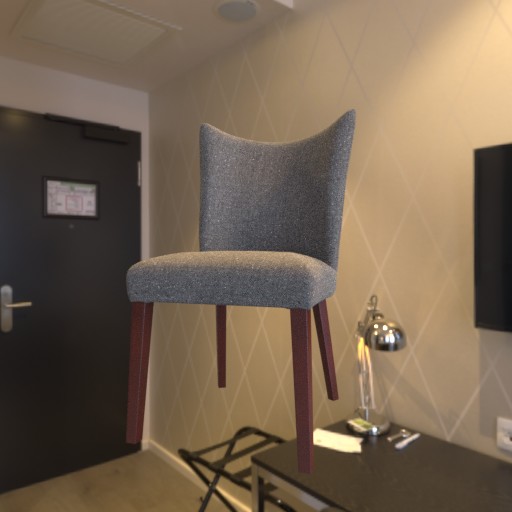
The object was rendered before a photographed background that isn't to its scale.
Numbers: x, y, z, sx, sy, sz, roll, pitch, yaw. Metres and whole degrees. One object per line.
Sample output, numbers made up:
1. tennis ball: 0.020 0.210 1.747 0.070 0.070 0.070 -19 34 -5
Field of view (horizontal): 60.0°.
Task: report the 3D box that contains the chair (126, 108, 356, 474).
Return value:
1. chair: 0.000 0.000 1.308 0.535 0.924 0.623 0 1 20
